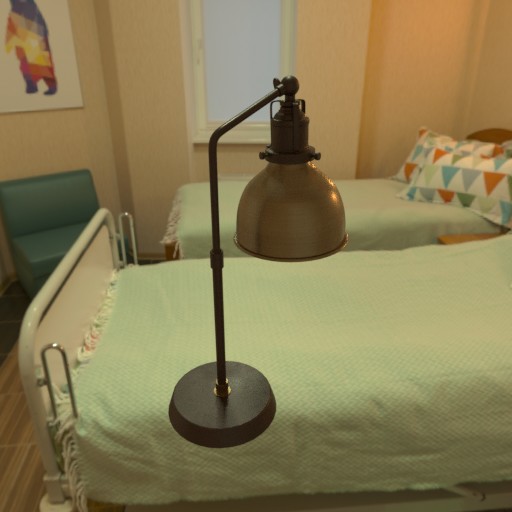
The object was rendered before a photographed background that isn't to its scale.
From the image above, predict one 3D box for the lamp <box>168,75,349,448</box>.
[{"bbox_3d":[0.000,0.000,0.625,0.298,0.469,0.175,-17,29,-32],"label":"lamp"}]
